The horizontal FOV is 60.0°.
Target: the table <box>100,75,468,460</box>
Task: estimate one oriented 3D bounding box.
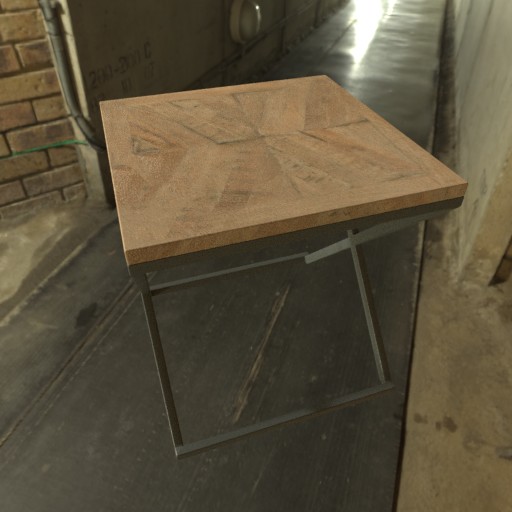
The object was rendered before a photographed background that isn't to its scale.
[{"bbox_3d":[0.000,0.000,0.948,0.499,0.550,0.498,-12,42,-14],"label":"table"}]
